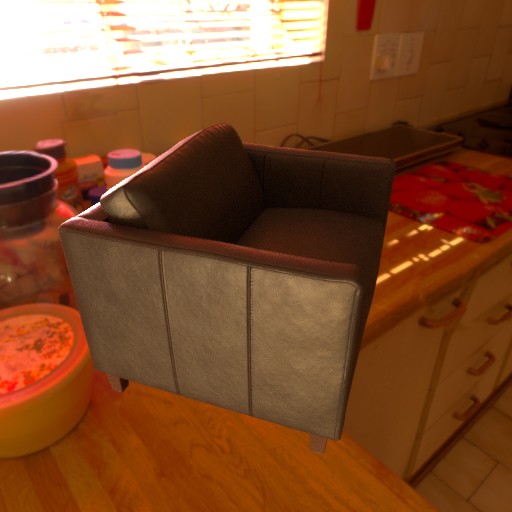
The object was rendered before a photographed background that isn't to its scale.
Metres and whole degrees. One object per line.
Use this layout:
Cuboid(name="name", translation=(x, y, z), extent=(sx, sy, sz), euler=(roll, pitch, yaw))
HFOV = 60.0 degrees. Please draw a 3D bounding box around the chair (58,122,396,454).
Cuboid(name="chair", translation=(0.000, 0.000, 1.612), extent=(0.862, 0.811, 0.939), euler=(10, 32, 17))
